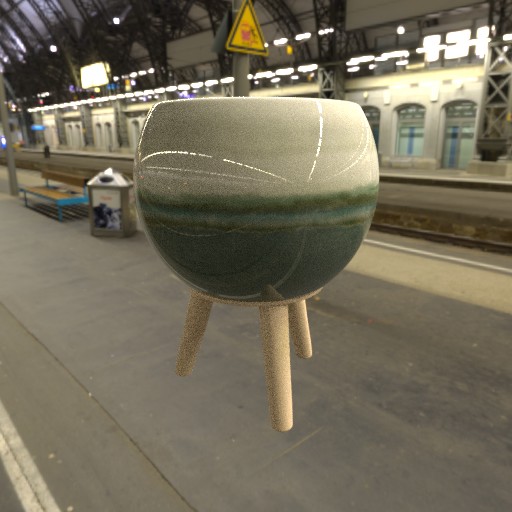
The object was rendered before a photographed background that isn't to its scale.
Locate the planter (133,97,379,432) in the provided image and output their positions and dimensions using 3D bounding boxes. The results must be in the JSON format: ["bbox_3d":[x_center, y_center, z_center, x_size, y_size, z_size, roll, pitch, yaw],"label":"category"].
[{"bbox_3d":[0.000,0.000,0.432,0.222,0.278,0.222,0,15,0],"label":"planter"}]
